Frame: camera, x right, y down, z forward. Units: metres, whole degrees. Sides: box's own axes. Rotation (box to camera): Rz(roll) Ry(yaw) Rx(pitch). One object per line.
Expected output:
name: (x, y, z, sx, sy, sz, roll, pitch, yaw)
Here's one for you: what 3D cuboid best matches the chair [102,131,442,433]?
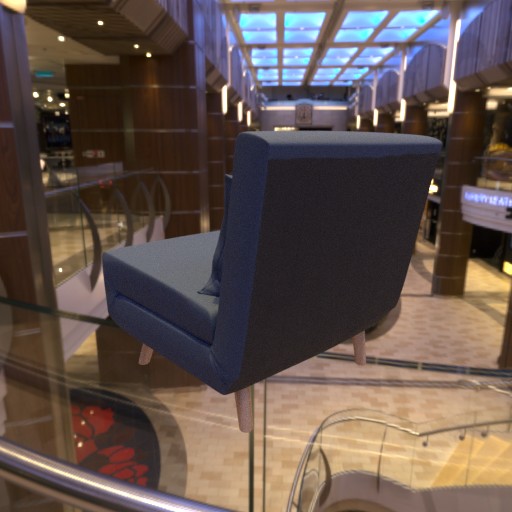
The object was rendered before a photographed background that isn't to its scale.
chair: (0.000, 0.000, 1.515, 0.770, 0.808, 0.900, -13, 19, -41)
